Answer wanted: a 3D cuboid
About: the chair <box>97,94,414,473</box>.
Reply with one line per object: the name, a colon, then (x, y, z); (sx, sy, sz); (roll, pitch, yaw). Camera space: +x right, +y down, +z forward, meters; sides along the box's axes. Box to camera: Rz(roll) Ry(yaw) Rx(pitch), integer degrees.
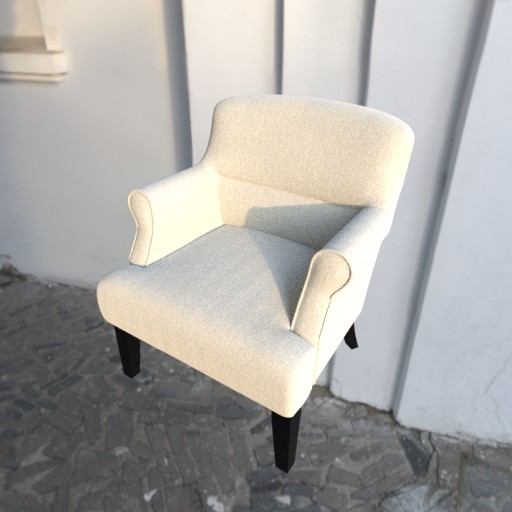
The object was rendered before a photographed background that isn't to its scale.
chair: (0.000, 0.000, 1.438); (0.781, 0.875, 0.750); (19, 36, 29)
